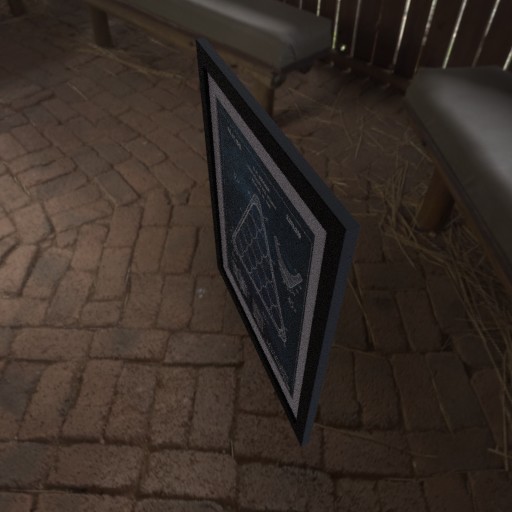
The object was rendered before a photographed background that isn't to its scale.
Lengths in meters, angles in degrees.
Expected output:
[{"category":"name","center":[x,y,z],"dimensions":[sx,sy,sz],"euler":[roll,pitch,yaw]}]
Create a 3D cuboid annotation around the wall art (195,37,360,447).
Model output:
[{"category":"wall art","center":[0.000,0.000,0.500],"dimensions":[0.010,0.361,0.311],"euler":[-17,49,-15]}]
